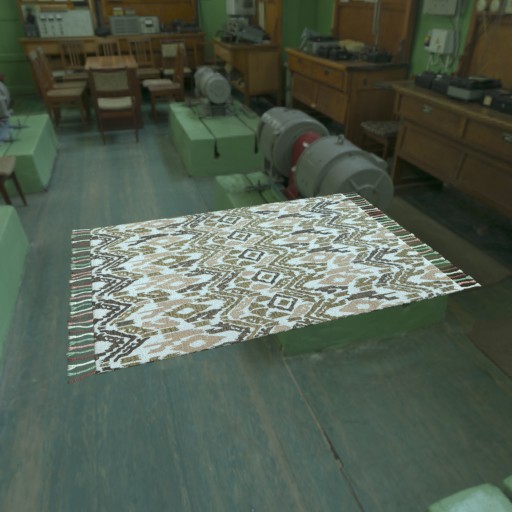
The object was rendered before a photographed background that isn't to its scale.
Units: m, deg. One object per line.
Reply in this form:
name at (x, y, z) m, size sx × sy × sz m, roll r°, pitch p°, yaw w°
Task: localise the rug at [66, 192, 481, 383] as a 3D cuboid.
rug at (0.000, 0.000, 2.295) m, size 1.829 × 0.008 × 1.219 m, roll -10°, pitch 32°, yaw -16°
